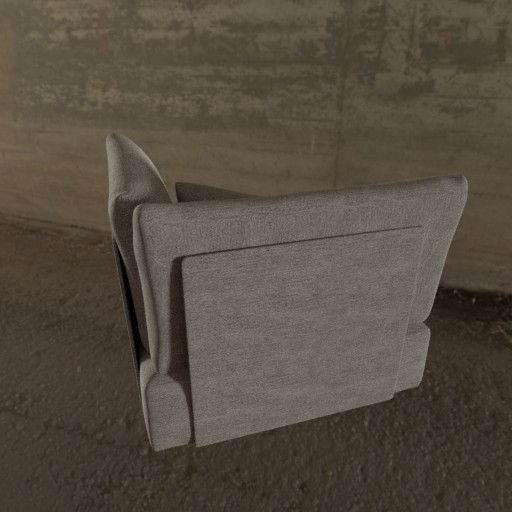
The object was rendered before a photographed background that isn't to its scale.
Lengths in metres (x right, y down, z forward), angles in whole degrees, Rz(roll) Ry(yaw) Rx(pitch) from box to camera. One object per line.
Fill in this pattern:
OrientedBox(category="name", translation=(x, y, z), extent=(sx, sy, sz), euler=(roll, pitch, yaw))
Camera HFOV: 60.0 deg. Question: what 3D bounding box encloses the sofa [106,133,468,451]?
OrientedBox(category="sofa", translation=(0.000, 0.000, 1.708), extent=(1.000, 0.820, 1.000), euler=(-8, 27, -15))
